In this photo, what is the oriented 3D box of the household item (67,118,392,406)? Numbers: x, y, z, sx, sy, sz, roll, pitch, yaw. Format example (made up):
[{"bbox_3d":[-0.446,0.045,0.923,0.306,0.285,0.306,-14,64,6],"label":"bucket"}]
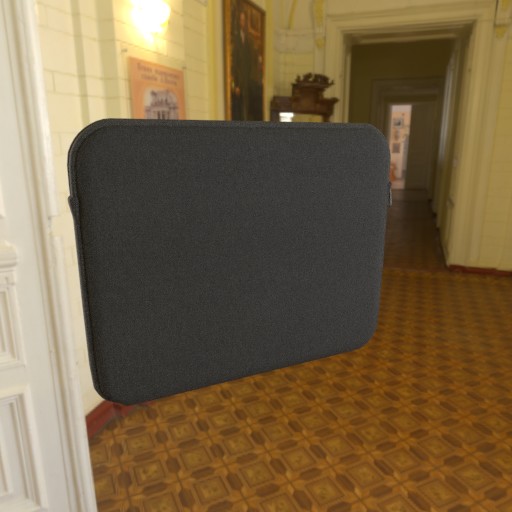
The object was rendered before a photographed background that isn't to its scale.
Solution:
[{"bbox_3d":[0.000,0.000,0.523,0.396,0.305,0.030,-7,16,-25],"label":"household item"}]
